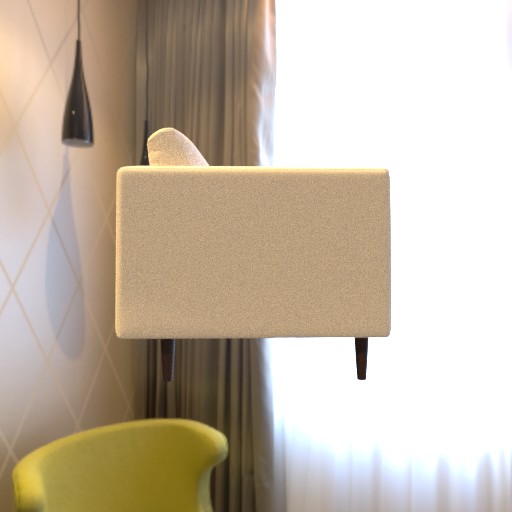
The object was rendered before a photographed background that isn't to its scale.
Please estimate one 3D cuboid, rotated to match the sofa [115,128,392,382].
[{"bbox_3d":[0.000,0.000,2.251,0.940,0.893,1.713,0,-1,-1],"label":"sofa"}]
